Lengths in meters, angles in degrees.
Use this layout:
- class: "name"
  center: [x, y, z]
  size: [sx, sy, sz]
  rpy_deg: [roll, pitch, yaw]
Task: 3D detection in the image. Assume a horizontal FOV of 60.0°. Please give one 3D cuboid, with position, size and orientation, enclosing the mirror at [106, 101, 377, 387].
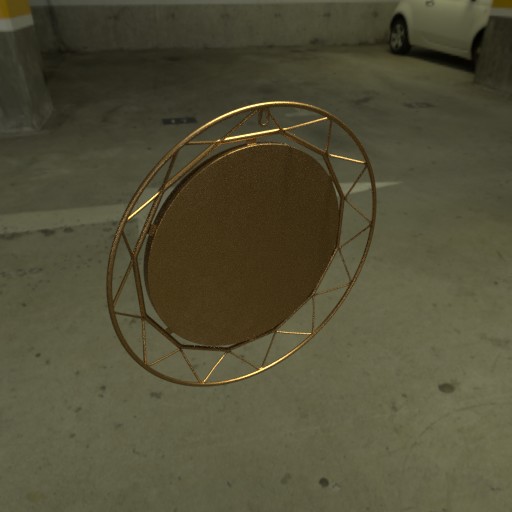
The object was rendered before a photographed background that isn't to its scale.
- class: "mirror"
  center: [0.000, 0.000, 0.667]
  size: [0.454, 0.454, 0.043]
  rpy_deg: [-18, 36, -27]
